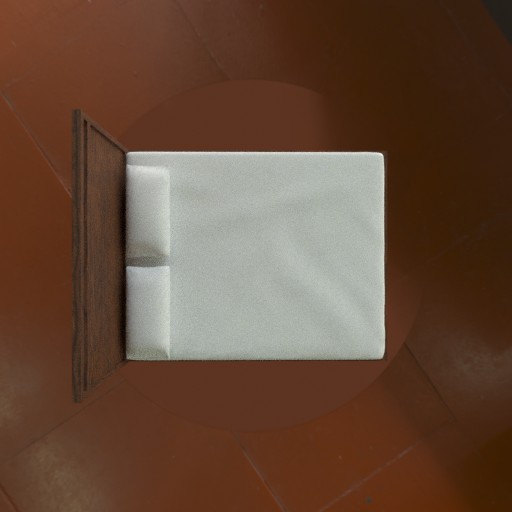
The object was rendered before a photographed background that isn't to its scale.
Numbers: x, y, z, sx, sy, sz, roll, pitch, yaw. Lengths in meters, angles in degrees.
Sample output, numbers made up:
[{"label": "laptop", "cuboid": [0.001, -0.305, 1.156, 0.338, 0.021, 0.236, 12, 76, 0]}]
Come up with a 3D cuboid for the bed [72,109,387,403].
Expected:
[{"label": "bed", "cuboid": [0.000, 0.000, 3.406, 2.218, 1.487, 1.765, 0, 90, -1]}]
